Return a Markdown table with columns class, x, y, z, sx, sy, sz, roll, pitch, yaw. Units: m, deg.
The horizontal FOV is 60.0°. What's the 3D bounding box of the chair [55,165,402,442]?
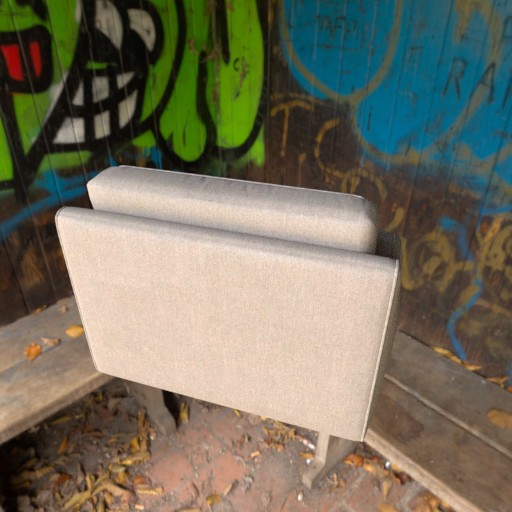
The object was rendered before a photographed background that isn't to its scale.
| class | x | y | z | sx | sy | sz | roll | pitch | yaw |
| --- | --- | --- | --- | --- | --- | --- | --- | --- | --- |
| chair | 0.000 | 0.000 | 2.016 | 1.270 | 0.974 | 1.043 | 10 | 34 | 15 |
